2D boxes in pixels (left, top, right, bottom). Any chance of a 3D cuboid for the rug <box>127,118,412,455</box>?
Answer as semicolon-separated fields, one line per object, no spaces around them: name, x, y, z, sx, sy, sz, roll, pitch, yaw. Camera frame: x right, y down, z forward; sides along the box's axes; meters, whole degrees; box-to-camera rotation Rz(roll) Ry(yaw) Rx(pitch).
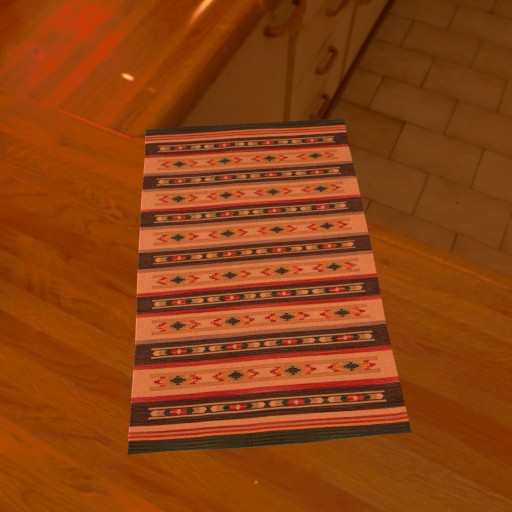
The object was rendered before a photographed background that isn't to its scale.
rug;0.000;0.000;2.304;1.221;0.009;1.825;-4;63;-2
